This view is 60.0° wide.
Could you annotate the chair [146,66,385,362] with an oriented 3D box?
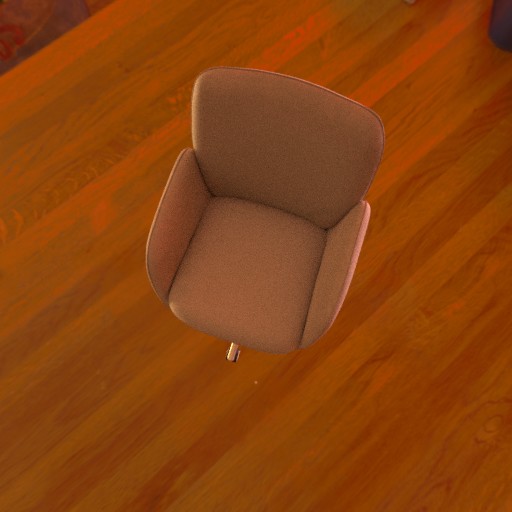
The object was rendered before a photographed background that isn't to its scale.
[{"bbox_3d":[0.000,0.000,1.427,0.648,0.959,0.654,18,75,5],"label":"chair"}]
